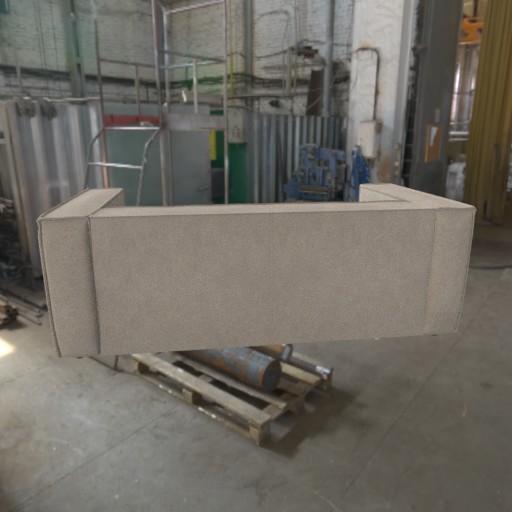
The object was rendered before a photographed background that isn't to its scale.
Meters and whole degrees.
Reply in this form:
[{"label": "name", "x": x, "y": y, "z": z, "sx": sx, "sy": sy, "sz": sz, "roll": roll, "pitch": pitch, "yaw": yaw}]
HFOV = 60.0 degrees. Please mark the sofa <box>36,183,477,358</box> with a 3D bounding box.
[{"label": "sofa", "x": 0.000, "y": 0.000, "z": 2.485, "sx": 1.995, "sy": 0.680, "sz": 1.038, "roll": -2, "pitch": 16, "yaw": -8}]
